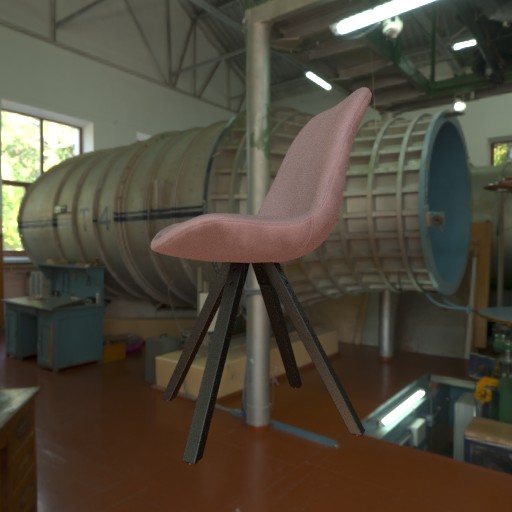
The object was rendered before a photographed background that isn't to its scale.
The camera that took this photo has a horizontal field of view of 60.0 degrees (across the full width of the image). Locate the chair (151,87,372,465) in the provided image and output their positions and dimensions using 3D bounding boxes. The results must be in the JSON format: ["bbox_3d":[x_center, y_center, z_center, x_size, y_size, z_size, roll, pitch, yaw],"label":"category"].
[{"bbox_3d":[0.000,0.000,1.188,0.547,0.865,0.483,0,1,-18],"label":"chair"}]
